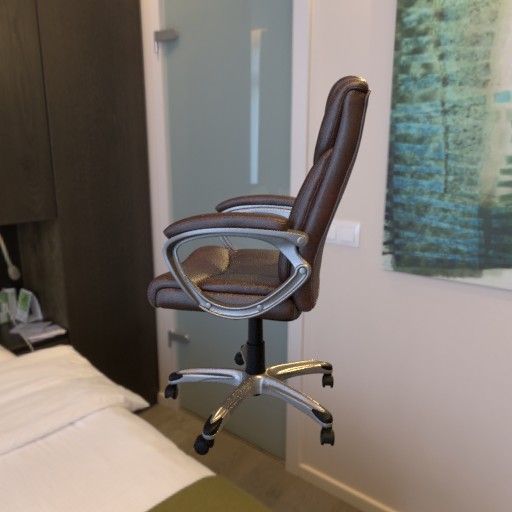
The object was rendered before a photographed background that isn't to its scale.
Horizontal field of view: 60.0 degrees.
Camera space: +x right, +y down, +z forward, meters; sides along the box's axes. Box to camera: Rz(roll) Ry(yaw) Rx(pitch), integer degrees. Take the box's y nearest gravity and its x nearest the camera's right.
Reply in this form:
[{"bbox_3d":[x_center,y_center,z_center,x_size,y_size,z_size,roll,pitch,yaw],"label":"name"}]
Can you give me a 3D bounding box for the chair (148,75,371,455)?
[{"bbox_3d":[0.000,0.000,1.540,0.692,1.128,0.656,2,13,9],"label":"chair"}]
